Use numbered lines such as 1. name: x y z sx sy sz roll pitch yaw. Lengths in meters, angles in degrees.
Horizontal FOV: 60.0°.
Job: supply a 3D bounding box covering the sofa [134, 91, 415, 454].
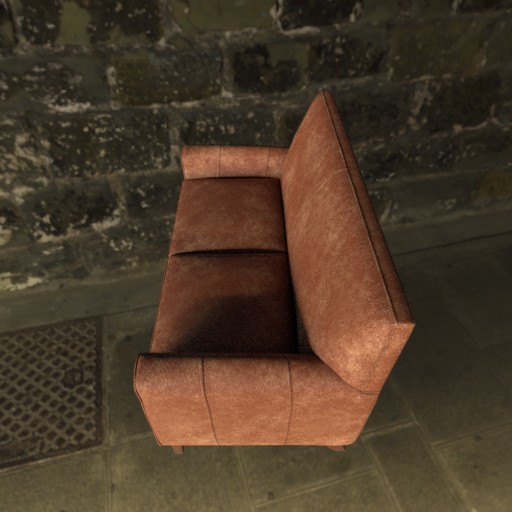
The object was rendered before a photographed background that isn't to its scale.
1. sofa: 0.000 0.000 1.937 0.787 0.871 1.473 -1 42 -1
